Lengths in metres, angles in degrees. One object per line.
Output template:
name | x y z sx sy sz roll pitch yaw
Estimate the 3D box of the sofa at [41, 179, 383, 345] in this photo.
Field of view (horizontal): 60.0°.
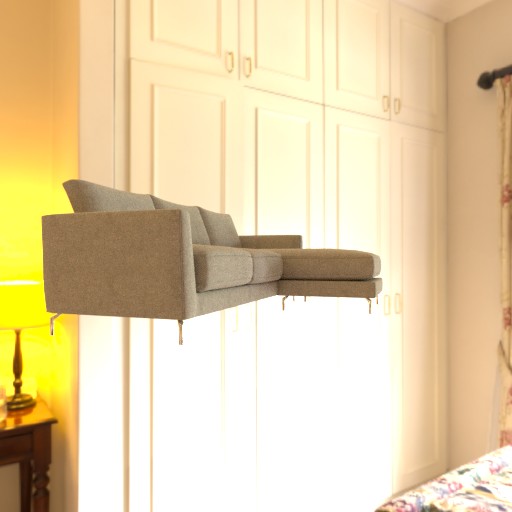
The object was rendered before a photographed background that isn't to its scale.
sofa | 0.000 0.000 3.194 1.626 0.864 2.438 0 0 19
